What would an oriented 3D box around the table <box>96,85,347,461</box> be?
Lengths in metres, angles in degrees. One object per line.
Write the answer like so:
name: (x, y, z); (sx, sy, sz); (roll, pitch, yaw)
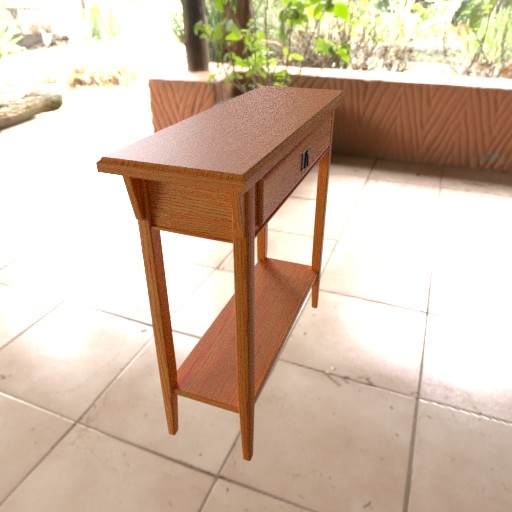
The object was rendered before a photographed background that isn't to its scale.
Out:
table: (0.000, 0.000, 1.143); (0.254, 0.711, 0.762); (11, 31, 18)
